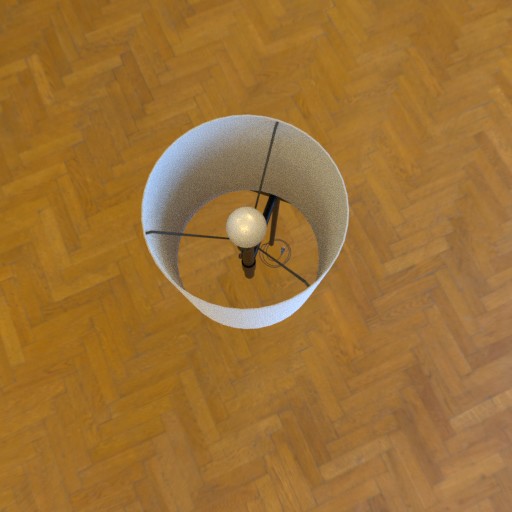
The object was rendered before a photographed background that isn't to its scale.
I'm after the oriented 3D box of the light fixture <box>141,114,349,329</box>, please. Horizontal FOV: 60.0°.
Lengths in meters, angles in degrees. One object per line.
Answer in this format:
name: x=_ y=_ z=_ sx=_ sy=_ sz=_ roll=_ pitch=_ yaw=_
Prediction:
light fixture: x=0.000 y=0.000 z=0.694 sx=0.188 sy=0.589 sz=0.248 roll=19 pitch=77 yaw=5
